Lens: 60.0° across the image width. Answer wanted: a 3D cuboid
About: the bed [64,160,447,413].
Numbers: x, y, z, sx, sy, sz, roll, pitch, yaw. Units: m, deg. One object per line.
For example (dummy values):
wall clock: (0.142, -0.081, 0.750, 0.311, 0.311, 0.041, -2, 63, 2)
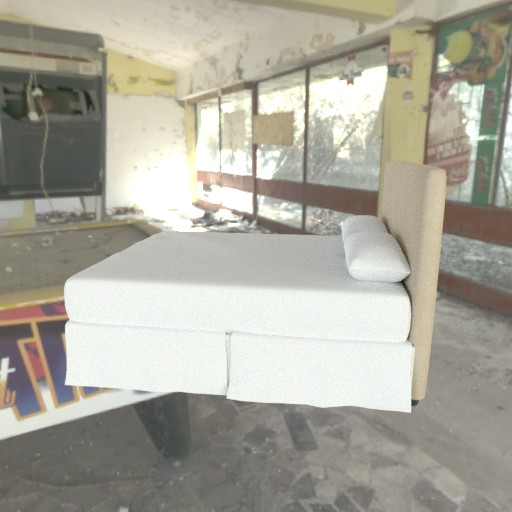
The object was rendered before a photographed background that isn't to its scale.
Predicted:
bed: (0.000, 0.000, 3.185, 2.142, 1.330, 1.723, 2, 14, 9)
